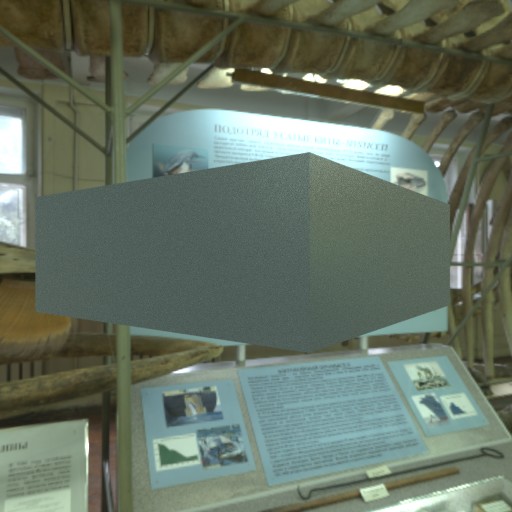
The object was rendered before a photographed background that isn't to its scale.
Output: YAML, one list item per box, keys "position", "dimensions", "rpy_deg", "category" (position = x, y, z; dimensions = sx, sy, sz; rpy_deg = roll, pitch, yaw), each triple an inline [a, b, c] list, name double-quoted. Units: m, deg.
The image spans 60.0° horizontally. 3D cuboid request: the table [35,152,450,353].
- position: [0.000, 0.000, 1.204]
  dimensions: [0.801, 0.299, 0.801]
  rpy_deg: [0, 0, 37]
  category: "table"
